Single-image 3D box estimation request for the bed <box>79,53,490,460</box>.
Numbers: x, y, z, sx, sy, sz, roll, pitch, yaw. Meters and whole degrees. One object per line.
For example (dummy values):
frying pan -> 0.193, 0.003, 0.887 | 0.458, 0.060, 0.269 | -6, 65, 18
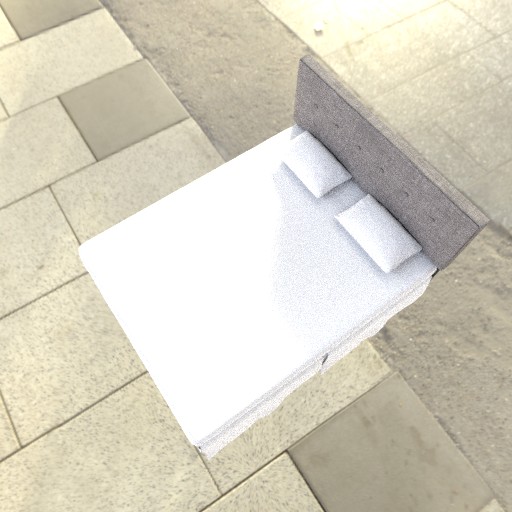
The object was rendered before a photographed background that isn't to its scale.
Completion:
bed -> 0.000, 0.000, 2.924 | 1.958, 1.168, 1.621 | -33, 68, -15
